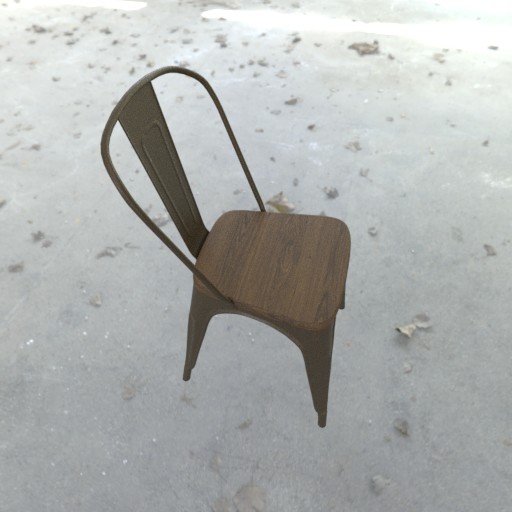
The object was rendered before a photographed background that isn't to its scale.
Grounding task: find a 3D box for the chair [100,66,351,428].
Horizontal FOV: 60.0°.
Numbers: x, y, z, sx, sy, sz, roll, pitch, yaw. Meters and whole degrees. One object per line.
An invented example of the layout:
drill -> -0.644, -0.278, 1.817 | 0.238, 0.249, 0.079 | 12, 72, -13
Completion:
chair -> 0.000, 0.000, 1.151 | 0.532, 0.844, 0.451 | 11, 49, 10
